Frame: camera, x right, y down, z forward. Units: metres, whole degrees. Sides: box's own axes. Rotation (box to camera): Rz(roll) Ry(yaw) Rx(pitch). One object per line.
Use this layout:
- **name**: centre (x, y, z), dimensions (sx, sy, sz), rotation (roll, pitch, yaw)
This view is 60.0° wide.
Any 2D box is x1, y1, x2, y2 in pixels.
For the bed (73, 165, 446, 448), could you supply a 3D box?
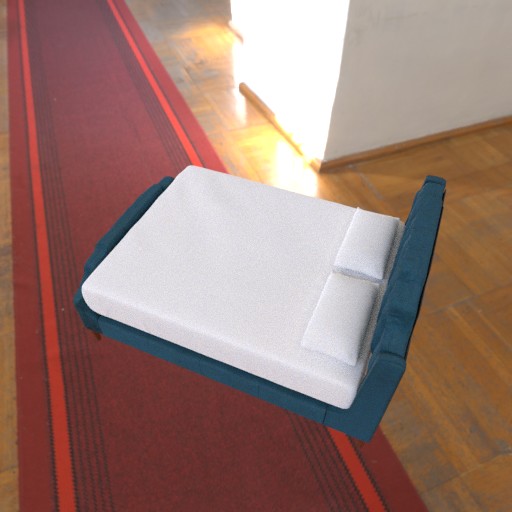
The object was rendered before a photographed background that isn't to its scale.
- **bed**: centre (0.000, 0.000, 3.359), dimensions (2.322, 1.351, 1.676), rotation (17, 50, 15)
